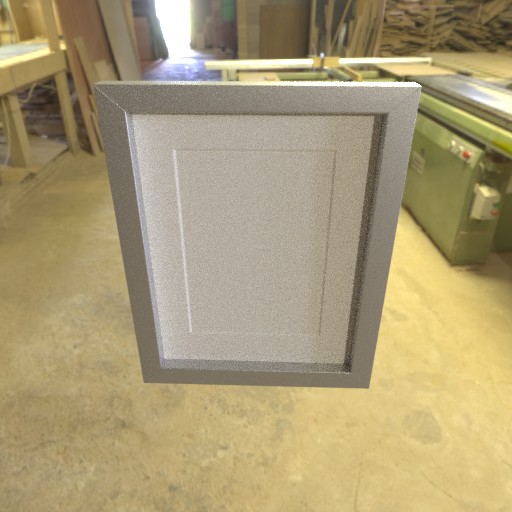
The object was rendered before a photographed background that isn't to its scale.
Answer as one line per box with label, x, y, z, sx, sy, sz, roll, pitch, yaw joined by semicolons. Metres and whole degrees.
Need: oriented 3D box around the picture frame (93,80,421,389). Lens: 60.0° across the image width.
picture frame;0.000;0.000;0.524;0.307;0.386;0.036;1;30;2
